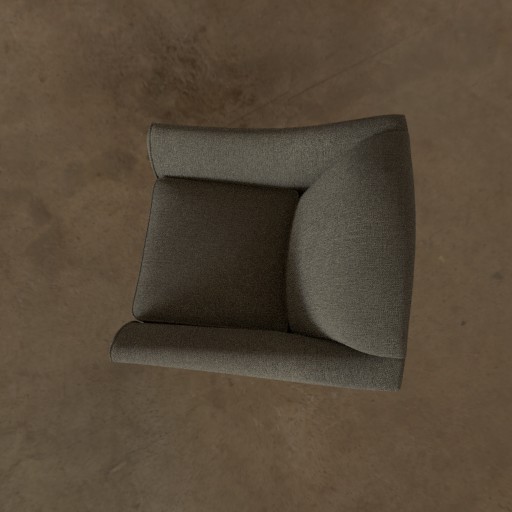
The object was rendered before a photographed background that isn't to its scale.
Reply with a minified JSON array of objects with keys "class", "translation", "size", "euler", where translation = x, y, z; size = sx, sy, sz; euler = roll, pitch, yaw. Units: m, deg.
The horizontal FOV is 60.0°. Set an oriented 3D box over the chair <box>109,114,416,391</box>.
[{"class":"chair","translation":[0.000,0.000,1.448],"size":[0.787,0.839,0.763],"euler":[6,76,1]}]
